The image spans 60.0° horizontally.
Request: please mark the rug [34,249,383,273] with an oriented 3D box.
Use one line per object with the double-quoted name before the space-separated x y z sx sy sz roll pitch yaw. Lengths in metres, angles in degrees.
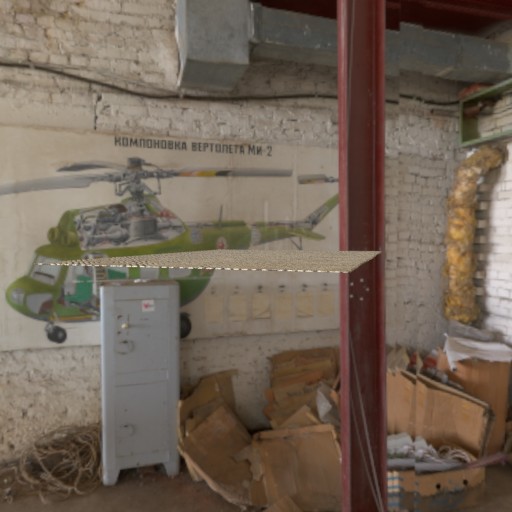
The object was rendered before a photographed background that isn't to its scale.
"rug" 0.000 0.000 2.297 1.177 0.004 1.750 1 3 19
